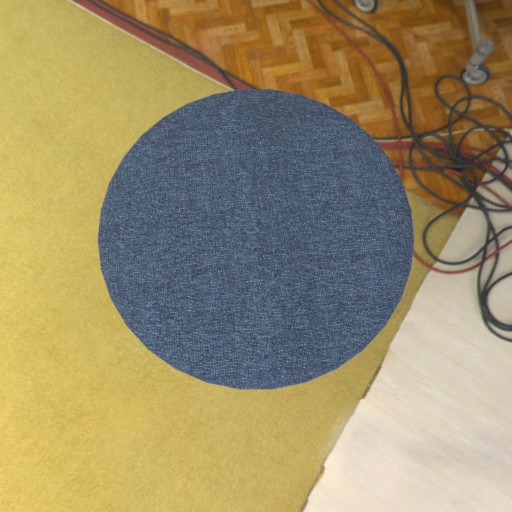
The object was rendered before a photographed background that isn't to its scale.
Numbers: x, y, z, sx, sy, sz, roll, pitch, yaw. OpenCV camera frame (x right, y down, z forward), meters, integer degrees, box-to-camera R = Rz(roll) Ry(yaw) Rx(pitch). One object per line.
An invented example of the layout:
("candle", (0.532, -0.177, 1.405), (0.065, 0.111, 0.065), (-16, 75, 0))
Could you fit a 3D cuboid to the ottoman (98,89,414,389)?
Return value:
("ottoman", (0.000, 0.000, 0.876), (0.500, 0.419, 0.500), (0, 74, 0))
